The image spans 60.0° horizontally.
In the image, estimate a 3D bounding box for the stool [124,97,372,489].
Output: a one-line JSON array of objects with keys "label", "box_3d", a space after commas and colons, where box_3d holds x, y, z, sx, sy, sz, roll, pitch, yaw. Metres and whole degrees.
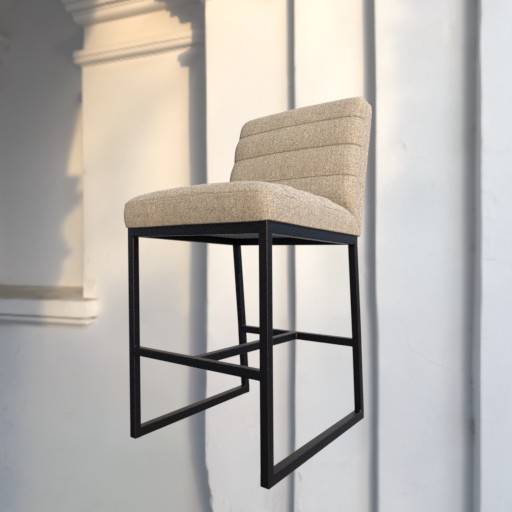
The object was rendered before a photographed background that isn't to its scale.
[{"label": "stool", "box_3d": [0.000, 0.000, 1.225, 0.460, 0.940, 0.560, 0, 0, 36]}]
